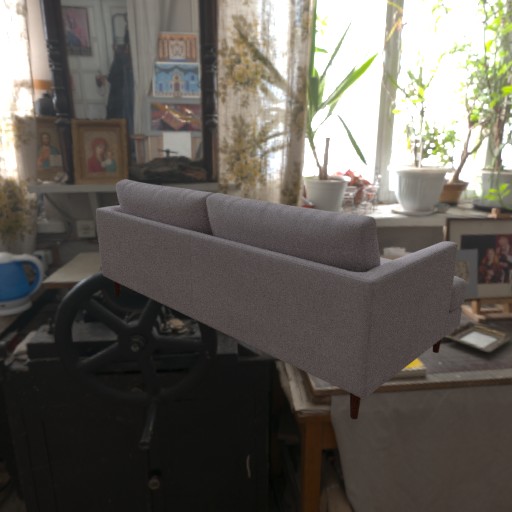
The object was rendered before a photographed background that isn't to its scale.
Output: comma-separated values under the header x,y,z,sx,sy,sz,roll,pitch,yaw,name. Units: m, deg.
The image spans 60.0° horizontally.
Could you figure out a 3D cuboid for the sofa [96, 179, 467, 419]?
x,y,z,sx,sy,sz,roll,pitch,yaw,name
0.000,0.000,2.807,2.250,0.868,1.020,15,22,43,sofa
